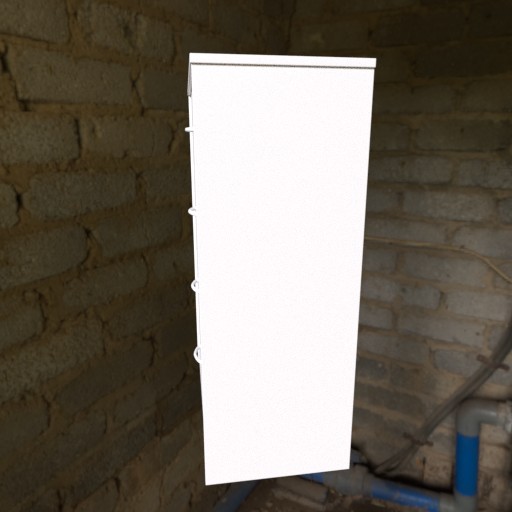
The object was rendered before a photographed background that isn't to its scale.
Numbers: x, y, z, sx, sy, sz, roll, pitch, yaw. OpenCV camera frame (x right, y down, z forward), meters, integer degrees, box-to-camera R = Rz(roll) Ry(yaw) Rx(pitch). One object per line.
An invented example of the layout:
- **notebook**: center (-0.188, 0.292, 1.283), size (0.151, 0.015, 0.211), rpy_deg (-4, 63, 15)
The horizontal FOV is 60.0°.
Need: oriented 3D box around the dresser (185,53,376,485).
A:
- **dresser**: center (0.000, 0.000, 1.363), size (0.401, 1.021, 0.704), rpy_deg (-2, 15, -9)
